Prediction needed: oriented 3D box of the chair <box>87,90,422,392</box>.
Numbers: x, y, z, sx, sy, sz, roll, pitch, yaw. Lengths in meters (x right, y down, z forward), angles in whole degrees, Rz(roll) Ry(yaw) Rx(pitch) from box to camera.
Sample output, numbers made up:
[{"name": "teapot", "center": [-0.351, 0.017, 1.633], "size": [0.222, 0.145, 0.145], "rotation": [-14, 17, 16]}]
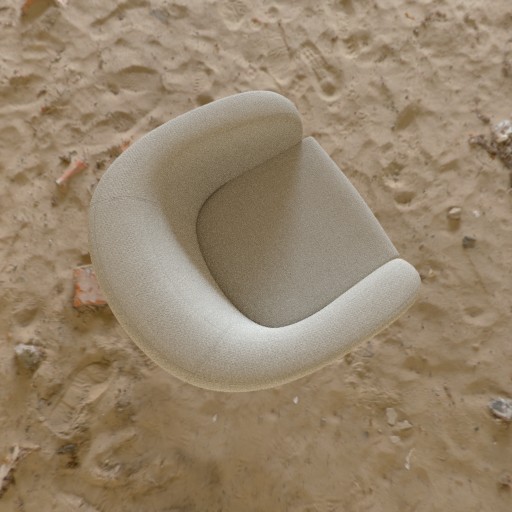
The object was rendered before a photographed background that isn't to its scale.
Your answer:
[{"name": "chair", "center": [0.000, 0.000, 1.439], "size": [0.815, 0.771, 0.791], "rotation": [-31, 77, -8]}]
